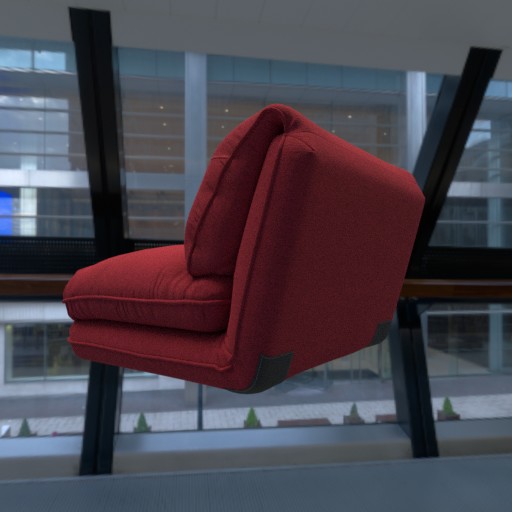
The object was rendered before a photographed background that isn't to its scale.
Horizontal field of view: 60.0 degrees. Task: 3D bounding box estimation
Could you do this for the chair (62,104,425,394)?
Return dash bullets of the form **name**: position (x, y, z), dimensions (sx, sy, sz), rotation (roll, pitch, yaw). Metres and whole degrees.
- **chair**: position (0.000, 0.000, 1.316), dimensions (0.780, 0.580, 0.820), rotation (-1, -1, 36)
